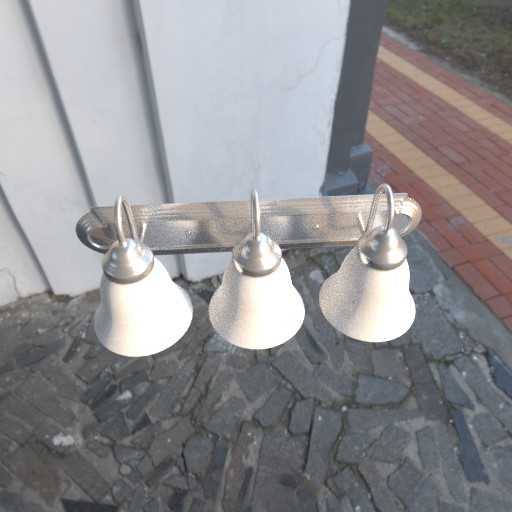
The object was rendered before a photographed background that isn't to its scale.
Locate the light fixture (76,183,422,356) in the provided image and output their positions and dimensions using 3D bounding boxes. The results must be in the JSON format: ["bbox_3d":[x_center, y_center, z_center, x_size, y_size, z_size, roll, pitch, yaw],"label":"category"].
[{"bbox_3d":[0.000,0.000,0.696,0.610,0.222,0.199,-3,46,-3],"label":"light fixture"}]
